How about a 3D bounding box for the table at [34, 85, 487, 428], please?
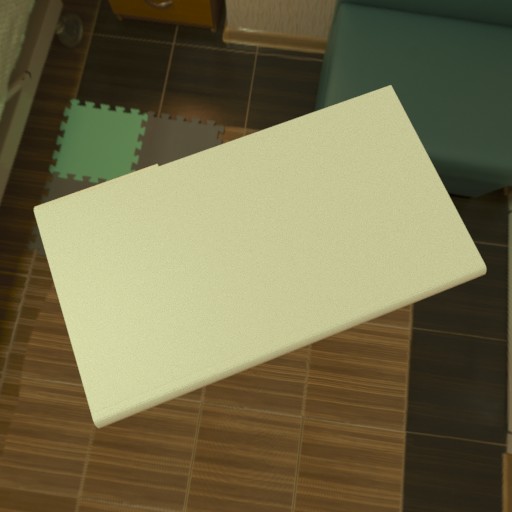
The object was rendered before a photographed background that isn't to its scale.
[{"bbox_3d":[0.000,0.000,1.426,1.097,0.442,0.639,-21,77,-5],"label":"table"}]
